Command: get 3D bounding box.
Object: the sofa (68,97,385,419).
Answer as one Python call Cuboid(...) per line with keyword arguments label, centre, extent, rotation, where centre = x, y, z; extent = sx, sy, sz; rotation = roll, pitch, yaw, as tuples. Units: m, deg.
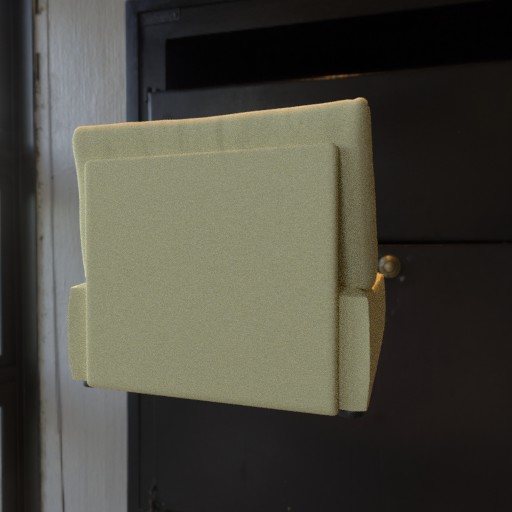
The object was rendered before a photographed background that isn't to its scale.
Cuboid(label="sofa", centre=(0.000, 0.000, 1.692), extent=(0.930, 0.820, 1.000), rotation=(0, 1, 18))
